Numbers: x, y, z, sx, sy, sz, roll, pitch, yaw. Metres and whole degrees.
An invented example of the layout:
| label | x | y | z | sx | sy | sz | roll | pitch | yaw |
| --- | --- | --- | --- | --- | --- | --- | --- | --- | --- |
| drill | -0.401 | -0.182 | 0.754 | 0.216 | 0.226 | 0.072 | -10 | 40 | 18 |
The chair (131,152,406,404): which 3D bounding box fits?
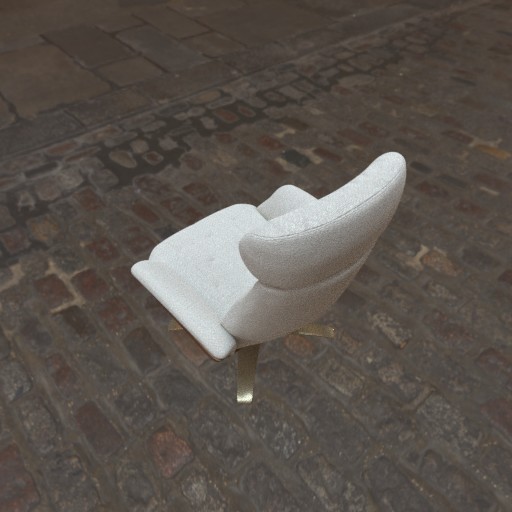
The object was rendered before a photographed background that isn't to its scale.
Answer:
| label | x | y | z | sx | sy | sz | roll | pitch | yaw |
| --- | --- | --- | --- | --- | --- | --- | --- | --- | --- |
| chair | 0.000 | 0.000 | 1.604 | 0.785 | 0.995 | 0.837 | -32 | 53 | -27 |
